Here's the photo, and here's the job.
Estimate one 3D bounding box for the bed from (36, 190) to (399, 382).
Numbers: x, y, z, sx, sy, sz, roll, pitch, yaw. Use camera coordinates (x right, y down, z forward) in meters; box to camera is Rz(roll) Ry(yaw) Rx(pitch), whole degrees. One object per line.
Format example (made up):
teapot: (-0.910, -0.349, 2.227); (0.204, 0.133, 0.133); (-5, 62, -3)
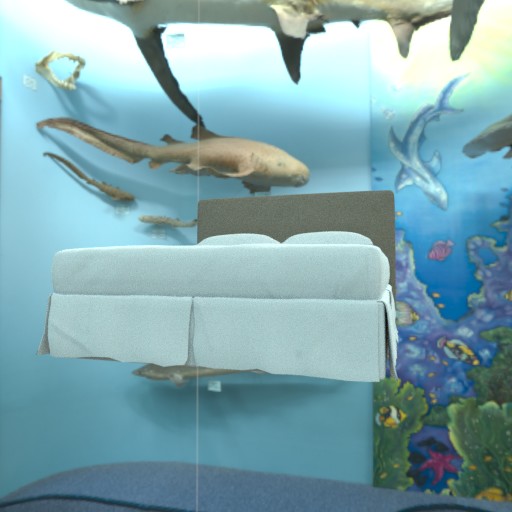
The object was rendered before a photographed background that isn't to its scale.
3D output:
bed: (0.000, 0.000, 3.481); (2.119, 1.317, 2.341); (-1, -2, 18)
